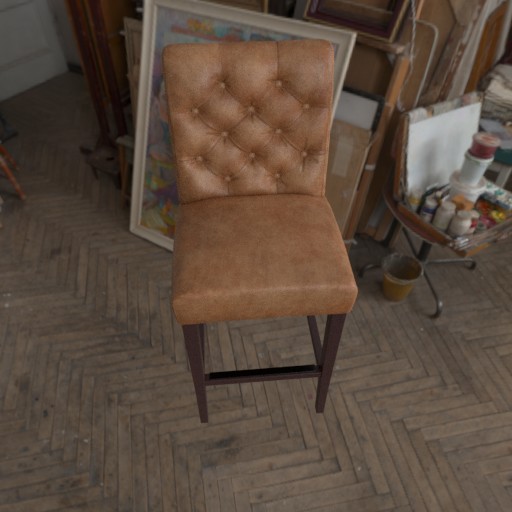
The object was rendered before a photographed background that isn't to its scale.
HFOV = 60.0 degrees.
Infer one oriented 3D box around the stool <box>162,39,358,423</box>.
[{"bbox_3d":[0.000,0.000,1.426,0.493,1.140,0.601,-4,46,-3],"label":"stool"}]
